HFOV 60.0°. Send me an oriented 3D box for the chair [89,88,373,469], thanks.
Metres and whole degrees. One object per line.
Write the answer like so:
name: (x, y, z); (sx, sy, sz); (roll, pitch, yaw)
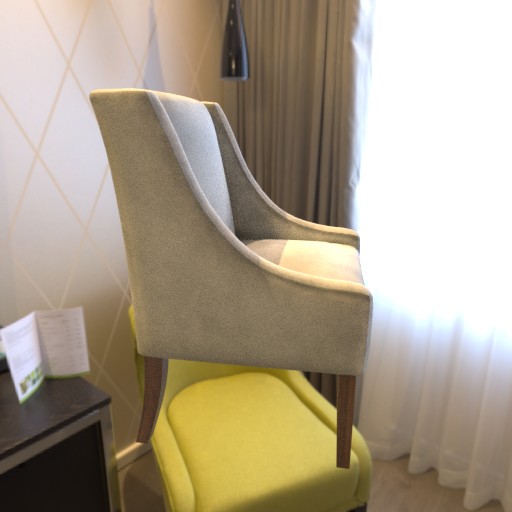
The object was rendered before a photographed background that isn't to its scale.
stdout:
chair: (0.000, 0.000, 1.297); (0.629, 0.895, 0.629); (3, 17, 9)
